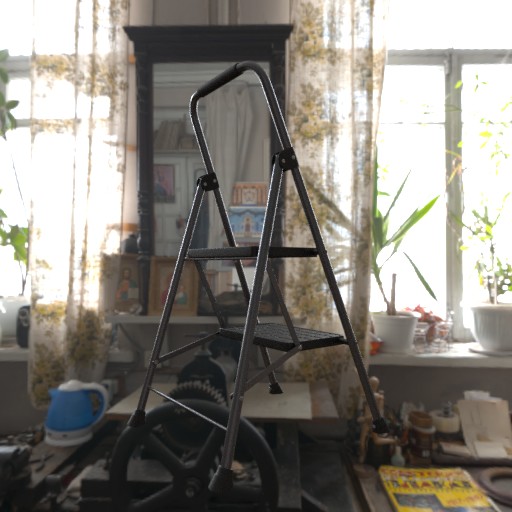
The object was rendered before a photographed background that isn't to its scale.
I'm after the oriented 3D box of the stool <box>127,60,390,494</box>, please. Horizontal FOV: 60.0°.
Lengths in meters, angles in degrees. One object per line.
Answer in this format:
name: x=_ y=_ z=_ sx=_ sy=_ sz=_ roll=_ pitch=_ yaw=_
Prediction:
stool: x=0.000 y=0.000 z=1.135 sx=0.514 sy=0.872 sz=0.450 roll=1 pitch=-1 yaw=-37
